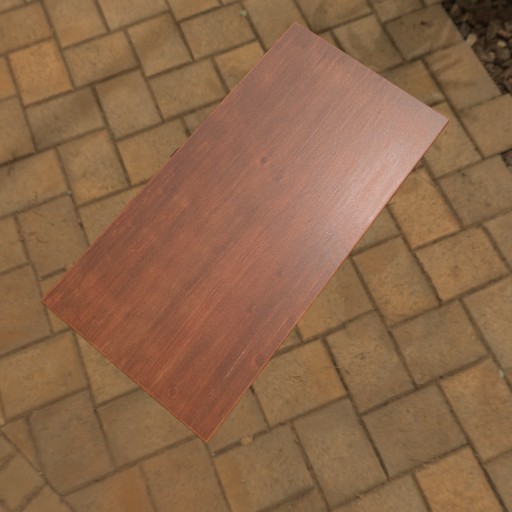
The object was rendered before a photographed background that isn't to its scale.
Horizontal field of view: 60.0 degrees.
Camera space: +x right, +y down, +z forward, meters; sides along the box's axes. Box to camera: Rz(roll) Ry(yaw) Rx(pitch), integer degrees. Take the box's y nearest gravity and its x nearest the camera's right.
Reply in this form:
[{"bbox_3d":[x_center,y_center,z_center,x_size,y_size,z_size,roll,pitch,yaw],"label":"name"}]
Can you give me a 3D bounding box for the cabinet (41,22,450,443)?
[{"bbox_3d":[0.000,0.000,1.252,0.412,0.785,0.796,37,78,9],"label":"cabinet"}]
